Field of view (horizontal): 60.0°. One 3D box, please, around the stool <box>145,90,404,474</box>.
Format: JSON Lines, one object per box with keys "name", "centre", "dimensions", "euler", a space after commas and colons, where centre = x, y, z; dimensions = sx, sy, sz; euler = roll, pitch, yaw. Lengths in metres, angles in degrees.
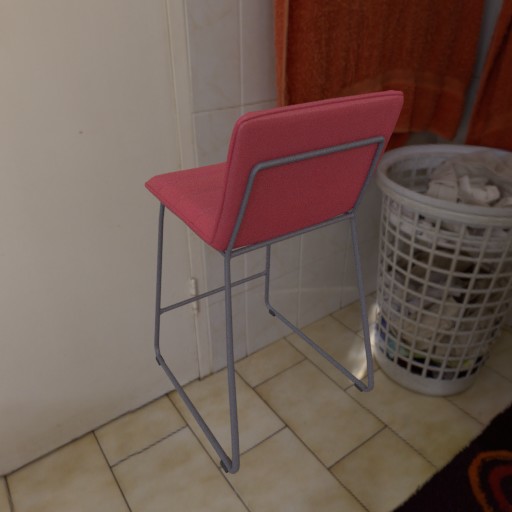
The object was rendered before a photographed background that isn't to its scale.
{"name": "stool", "centre": [0.000, 0.000, 1.160], "dimensions": [0.489, 0.866, 0.524], "euler": [-19, 36, -29]}
